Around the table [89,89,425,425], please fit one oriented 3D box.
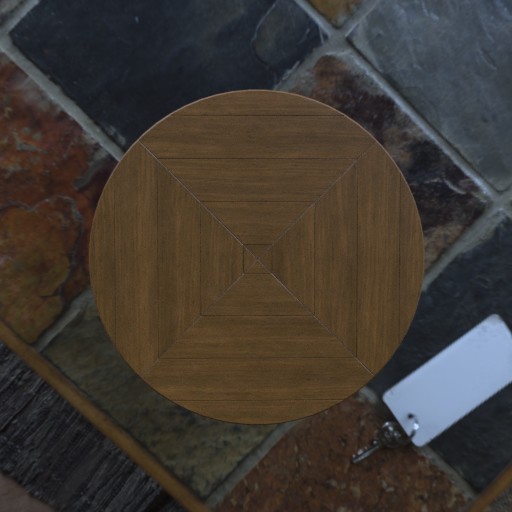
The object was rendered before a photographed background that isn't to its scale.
[{"bbox_3d":[0.000,0.000,1.757,1.055,0.757,1.055,0,92,-1],"label":"table"}]
